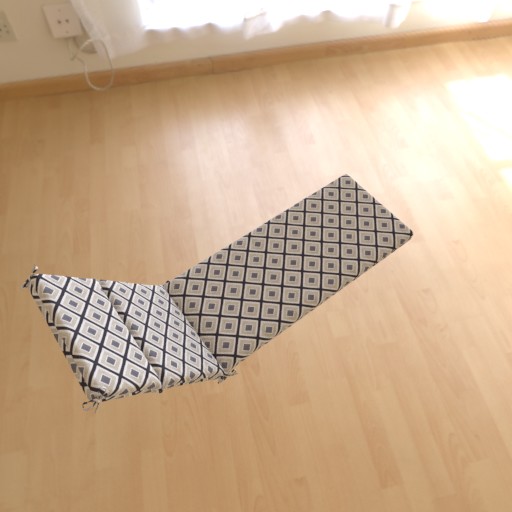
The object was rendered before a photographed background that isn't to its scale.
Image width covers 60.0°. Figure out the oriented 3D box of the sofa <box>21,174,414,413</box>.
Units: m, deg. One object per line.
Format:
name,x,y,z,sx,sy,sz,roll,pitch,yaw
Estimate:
sofa,0.000,0.000,1.915,1.663,0.622,0.582,-32,64,-18
